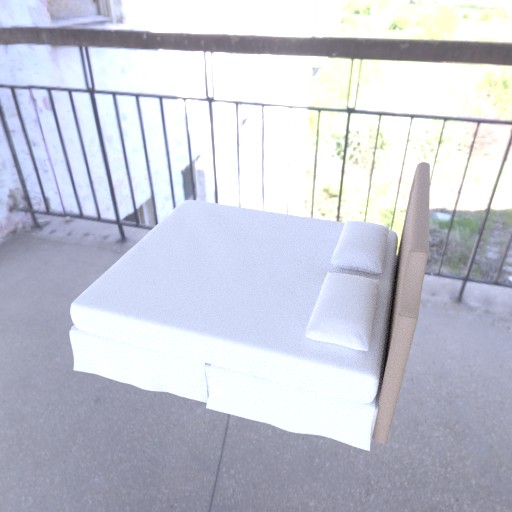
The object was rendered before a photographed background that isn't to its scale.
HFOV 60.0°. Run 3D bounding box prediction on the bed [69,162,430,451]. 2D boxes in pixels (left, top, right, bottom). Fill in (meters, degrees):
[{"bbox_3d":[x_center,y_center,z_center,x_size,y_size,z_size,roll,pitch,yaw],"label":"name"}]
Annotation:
[{"bbox_3d":[0.000,0.000,4.141,2.773,1.590,2.350,10,34,16],"label":"bed"}]
